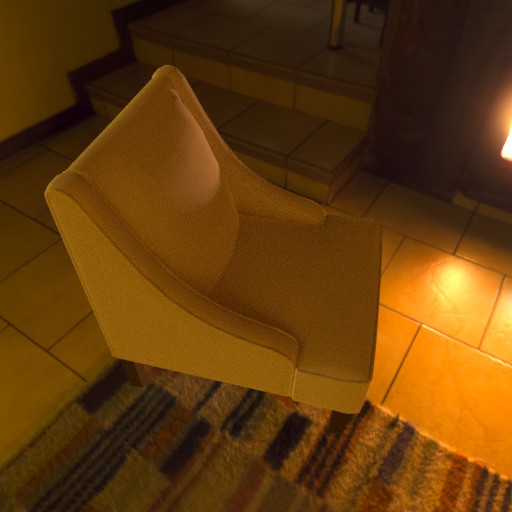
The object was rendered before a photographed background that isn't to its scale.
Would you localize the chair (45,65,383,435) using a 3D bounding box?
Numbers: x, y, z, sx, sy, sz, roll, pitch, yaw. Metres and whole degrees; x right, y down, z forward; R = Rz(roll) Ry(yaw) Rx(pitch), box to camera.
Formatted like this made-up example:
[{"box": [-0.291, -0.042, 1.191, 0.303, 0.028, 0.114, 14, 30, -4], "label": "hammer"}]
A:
[{"box": [0.000, 0.000, 1.423, 0.806, 0.886, 0.689, 10, 47, 10], "label": "chair"}]
